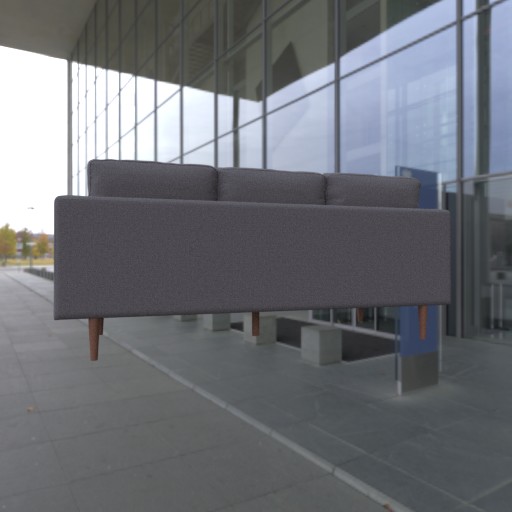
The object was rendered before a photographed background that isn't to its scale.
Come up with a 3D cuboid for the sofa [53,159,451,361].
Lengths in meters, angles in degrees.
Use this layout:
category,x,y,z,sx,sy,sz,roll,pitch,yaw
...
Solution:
category,x,y,z,sx,sy,sz,roll,pitch,yaw
sofa,0.000,0.000,2.529,2.029,0.912,0.802,0,0,-17
